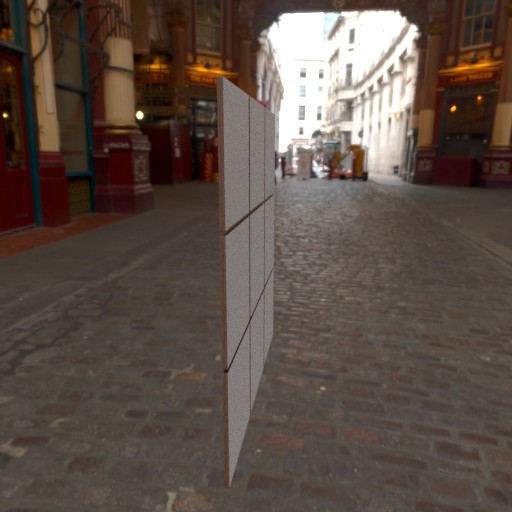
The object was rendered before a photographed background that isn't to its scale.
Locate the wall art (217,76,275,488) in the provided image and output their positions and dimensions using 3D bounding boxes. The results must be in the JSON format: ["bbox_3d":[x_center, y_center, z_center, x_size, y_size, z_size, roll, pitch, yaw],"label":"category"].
[{"bbox_3d":[0.000,0.000,1.891,0.017,1.246,1.256,2,13,8],"label":"wall art"}]
